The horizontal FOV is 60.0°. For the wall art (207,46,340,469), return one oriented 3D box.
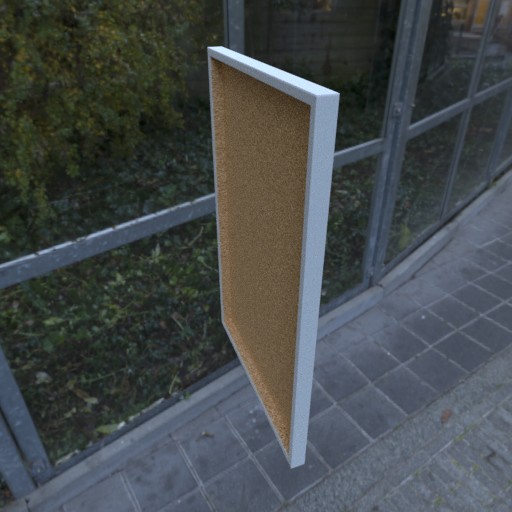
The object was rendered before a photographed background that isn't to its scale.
[{"bbox_3d":[0.000,0.000,1.139,0.038,0.914,0.610,-11,33,-17],"label":"wall art"}]
